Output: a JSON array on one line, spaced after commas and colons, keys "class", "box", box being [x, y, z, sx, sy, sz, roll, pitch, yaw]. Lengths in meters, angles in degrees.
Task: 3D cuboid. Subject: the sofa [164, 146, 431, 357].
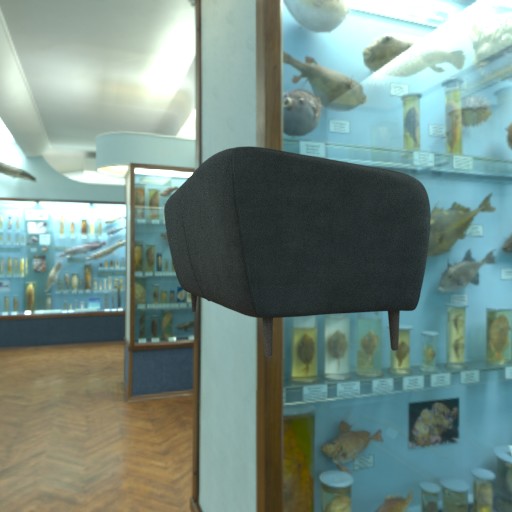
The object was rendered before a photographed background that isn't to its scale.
[{"class": "sofa", "box": [0.000, 0.000, 2.779, 0.956, 0.875, 2.296, 0, -1, -18]}]
